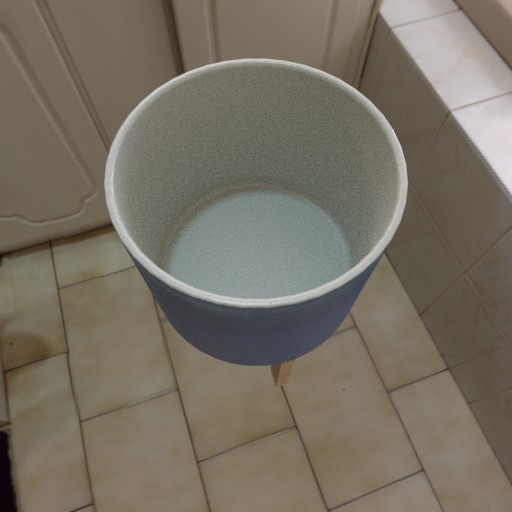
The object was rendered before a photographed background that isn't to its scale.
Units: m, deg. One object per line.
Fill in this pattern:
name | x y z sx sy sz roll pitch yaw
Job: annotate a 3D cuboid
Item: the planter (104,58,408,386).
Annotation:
planter | 0.000 0.000 0.549 0.261 0.367 0.261 0 64 0
